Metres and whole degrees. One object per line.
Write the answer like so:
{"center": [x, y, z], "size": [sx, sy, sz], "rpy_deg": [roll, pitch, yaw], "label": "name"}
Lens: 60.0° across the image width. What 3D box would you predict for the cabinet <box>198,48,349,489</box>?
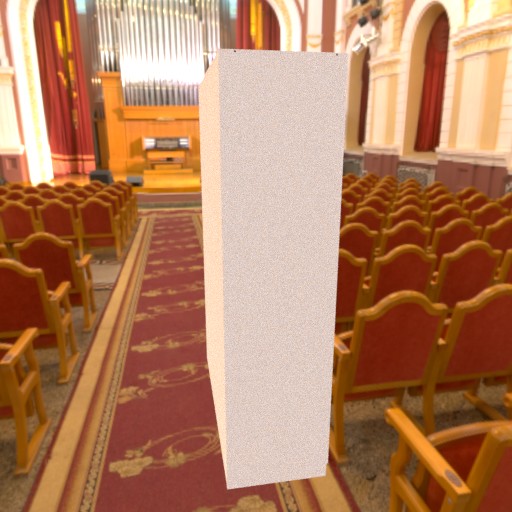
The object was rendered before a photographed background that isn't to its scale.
{"center": [0.000, 0.000, 2.495], "size": [0.510, 1.910, 1.290], "rpy_deg": [-3, 15, -10], "label": "cabinet"}
